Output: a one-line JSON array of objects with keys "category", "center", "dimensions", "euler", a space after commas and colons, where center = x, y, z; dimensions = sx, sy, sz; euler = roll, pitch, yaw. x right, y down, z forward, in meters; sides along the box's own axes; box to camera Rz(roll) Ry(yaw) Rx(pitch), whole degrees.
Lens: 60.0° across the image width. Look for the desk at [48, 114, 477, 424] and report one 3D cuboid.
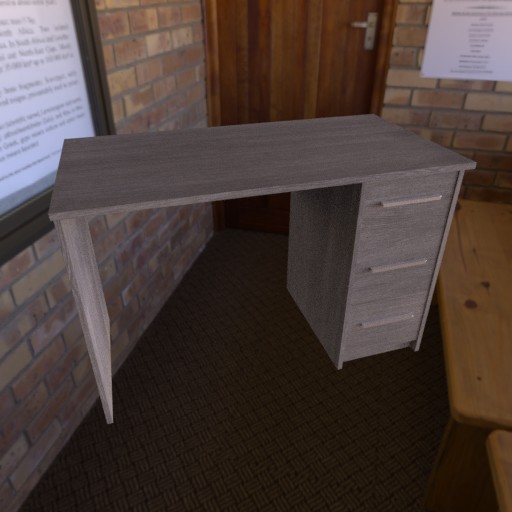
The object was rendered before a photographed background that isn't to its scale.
[{"category": "desk", "center": [0.000, 0.000, 1.500], "dimensions": [1.097, 0.735, 0.560], "euler": [-9, 33, -14]}]
